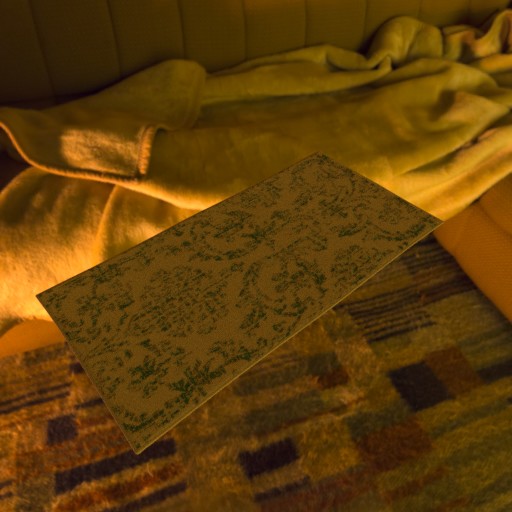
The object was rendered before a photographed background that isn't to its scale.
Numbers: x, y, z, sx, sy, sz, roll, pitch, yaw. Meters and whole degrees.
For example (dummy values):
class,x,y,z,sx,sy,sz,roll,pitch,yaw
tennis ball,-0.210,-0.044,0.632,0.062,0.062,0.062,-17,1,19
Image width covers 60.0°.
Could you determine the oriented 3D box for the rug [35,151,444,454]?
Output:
class,x,y,z,sx,sy,sz,roll,pitch,yaw
rug,0.000,0.000,1.431,1.220,0.007,0.605,-31,53,-27
